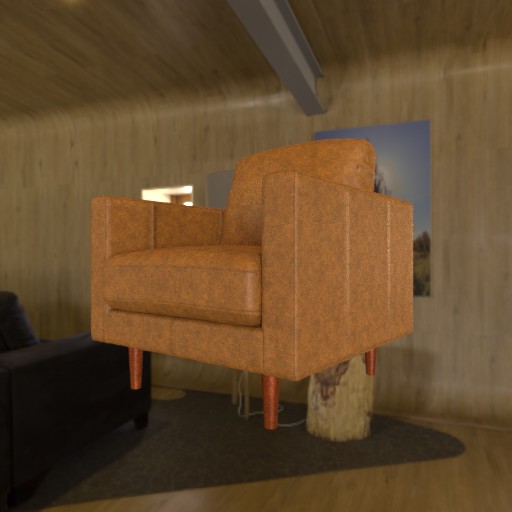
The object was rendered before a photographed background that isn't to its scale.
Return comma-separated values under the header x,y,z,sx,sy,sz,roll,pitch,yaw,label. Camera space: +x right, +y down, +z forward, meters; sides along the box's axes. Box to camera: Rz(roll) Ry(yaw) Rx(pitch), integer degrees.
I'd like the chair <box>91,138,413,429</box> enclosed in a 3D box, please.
x,y,z,sx,sy,sz,roll,pitch,yaw,label
0.000,0.000,1.676,0.890,0.956,0.909,0,0,37,chair
